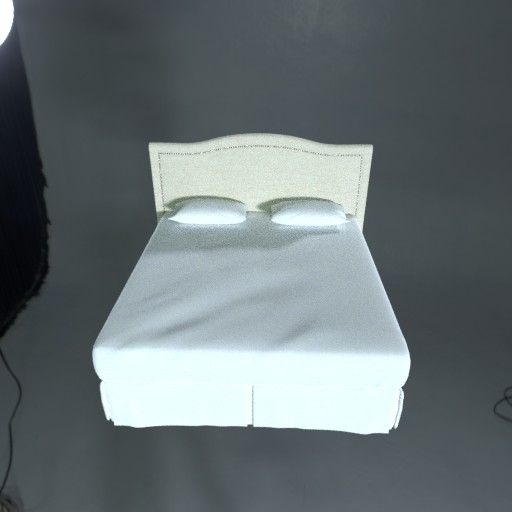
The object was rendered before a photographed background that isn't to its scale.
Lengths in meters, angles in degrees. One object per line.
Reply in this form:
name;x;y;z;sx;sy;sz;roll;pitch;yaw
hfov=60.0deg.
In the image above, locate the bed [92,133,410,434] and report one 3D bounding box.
bed;0.000;0.000;3.505;2.083;1.421;2.182;1;29;2
